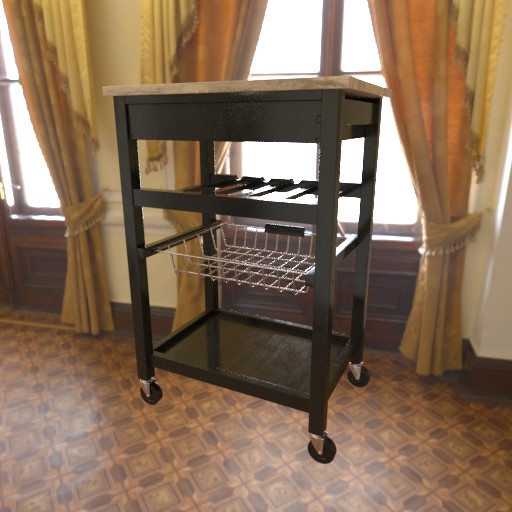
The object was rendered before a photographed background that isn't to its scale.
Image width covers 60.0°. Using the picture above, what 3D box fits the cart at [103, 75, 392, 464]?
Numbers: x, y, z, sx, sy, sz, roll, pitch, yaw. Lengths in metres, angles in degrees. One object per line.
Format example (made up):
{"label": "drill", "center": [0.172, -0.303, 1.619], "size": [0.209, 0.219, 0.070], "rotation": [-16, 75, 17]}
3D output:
{"label": "cart", "center": [0.000, 0.000, 1.182], "size": [0.584, 0.839, 0.403], "rotation": [8, 19, 25]}
